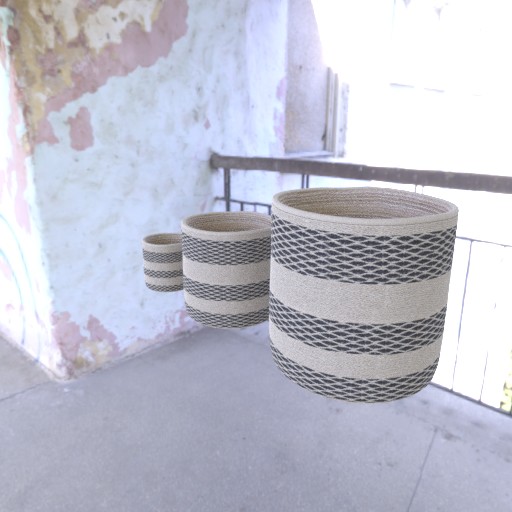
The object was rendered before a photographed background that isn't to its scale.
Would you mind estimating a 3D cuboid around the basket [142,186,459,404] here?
[{"bbox_3d":[0.000,0.000,1.094,0.917,0.356,0.351,16,23,42],"label":"basket"}]
